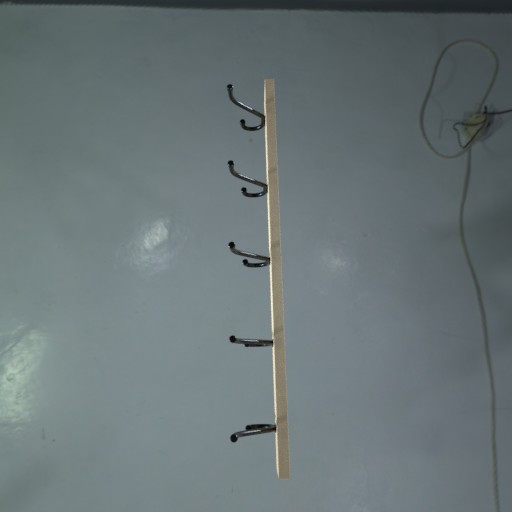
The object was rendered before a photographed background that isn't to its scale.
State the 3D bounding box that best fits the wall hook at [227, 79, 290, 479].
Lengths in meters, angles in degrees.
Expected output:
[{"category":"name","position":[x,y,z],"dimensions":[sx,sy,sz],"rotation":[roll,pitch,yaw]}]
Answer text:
[{"category":"wall hook","position":[0.000,0.000,0.621],"dimensions":[0.071,0.117,0.571],"rotation":[-1,75,0]}]
